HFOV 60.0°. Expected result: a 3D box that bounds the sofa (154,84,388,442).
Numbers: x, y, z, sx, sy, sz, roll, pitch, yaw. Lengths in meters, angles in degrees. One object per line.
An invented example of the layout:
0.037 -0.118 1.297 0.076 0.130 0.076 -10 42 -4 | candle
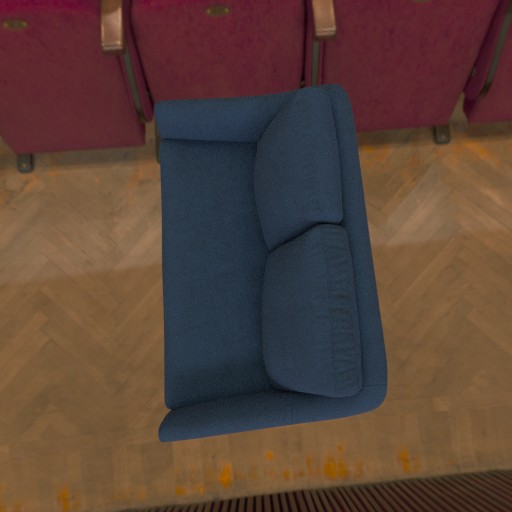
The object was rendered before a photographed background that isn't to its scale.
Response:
0.000 0.000 2.185 0.960 0.902 1.619 -4 76 -1 | sofa
